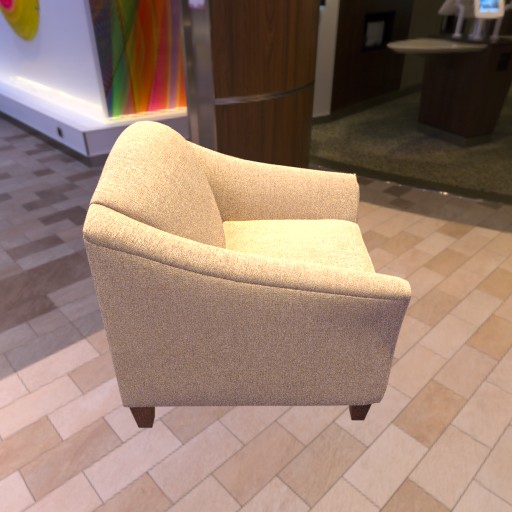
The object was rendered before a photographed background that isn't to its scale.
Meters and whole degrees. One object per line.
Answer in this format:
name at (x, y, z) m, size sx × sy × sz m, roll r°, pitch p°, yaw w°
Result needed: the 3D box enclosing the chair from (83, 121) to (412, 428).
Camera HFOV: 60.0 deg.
chair at (0.000, 0.000, 1.452) m, size 0.787 × 0.839 × 0.763 m, roll 0°, pitch 32°, yaw 0°
